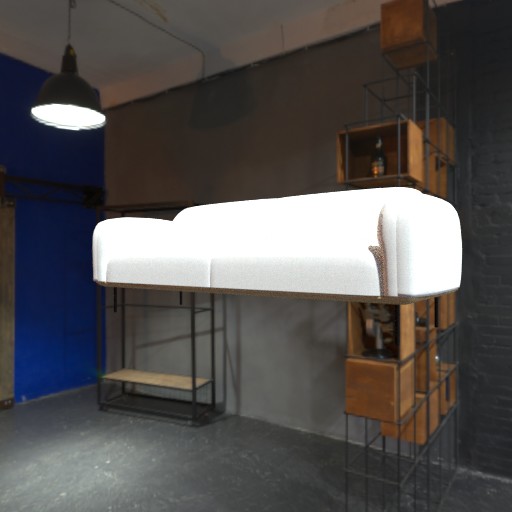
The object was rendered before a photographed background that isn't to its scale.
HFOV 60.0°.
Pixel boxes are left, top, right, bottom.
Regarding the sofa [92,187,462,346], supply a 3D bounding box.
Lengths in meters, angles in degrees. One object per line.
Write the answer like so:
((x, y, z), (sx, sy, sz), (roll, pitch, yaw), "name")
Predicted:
((0.000, 0.000, 2.746), (2.280, 0.780, 0.870), (0, 0, 37), "sofa")
